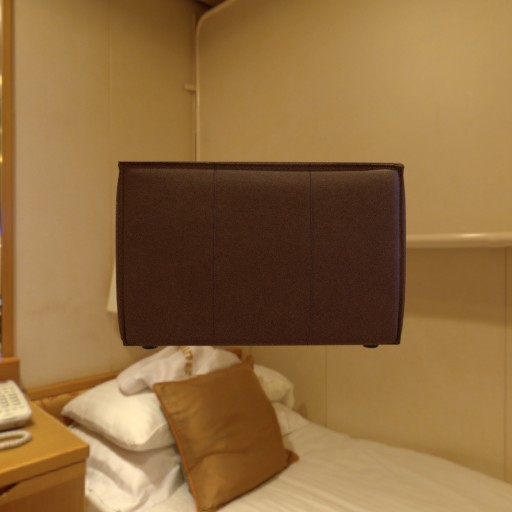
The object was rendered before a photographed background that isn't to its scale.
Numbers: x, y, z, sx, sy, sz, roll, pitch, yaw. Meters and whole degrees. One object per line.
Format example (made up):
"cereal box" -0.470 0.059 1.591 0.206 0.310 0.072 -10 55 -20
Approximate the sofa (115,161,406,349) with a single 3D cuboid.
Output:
"sofa" 0.000 0.000 2.601 1.102 0.703 2.088 0 0 -1
